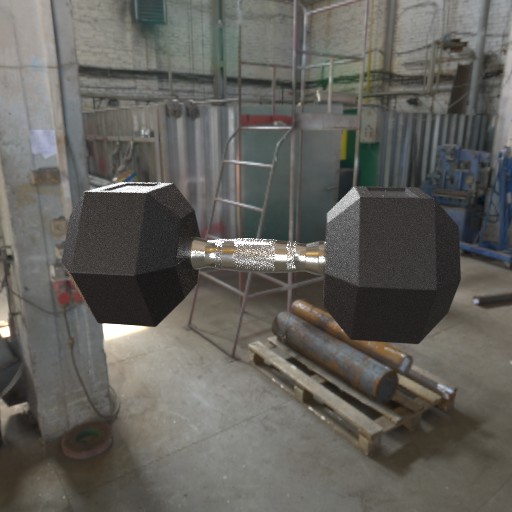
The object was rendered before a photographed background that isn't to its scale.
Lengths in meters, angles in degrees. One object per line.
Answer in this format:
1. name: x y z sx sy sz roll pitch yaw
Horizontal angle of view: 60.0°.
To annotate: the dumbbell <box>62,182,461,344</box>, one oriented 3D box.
1. dumbbell: 0.000 0.000 0.411 0.337 0.123 0.142 2 16 8
